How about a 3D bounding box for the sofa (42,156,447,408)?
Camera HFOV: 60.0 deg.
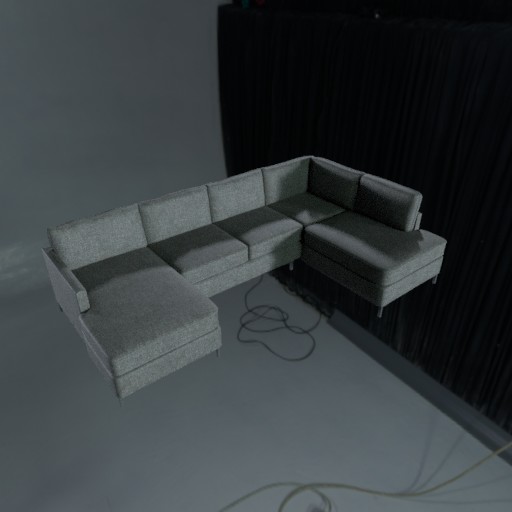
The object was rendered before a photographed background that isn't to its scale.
[{"bbox_3d":[0.000,0.000,4.333,3.423,0.999,2.048,-22,38,-32],"label":"sofa"}]
